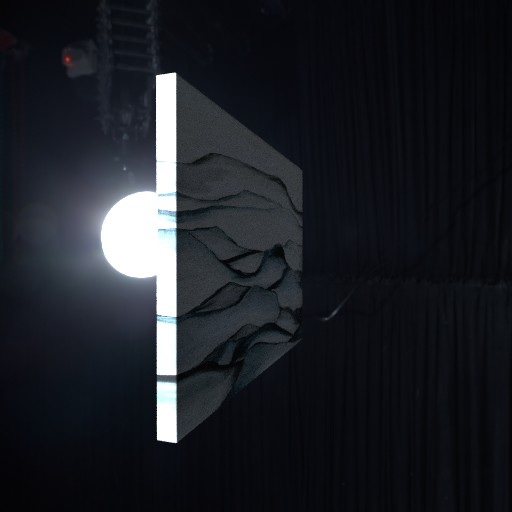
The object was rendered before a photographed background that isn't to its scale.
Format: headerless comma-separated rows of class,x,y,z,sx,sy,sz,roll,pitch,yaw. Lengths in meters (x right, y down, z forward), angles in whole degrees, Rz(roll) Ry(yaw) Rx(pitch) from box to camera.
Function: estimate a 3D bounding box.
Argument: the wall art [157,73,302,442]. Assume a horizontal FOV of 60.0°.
wall art,0.000,0.000,1.165,0.039,0.609,0.914,0,1,19
